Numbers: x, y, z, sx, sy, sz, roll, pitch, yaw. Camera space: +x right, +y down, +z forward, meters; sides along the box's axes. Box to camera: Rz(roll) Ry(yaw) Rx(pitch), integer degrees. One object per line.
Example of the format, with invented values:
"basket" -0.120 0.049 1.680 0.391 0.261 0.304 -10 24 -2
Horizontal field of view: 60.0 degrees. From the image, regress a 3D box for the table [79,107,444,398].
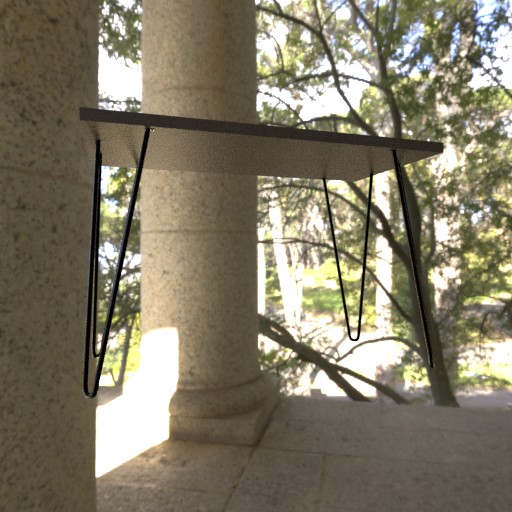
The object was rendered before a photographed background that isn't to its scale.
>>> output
"table" 0.000 0.000 1.378 0.991 0.660 0.499 0 -1 -18
